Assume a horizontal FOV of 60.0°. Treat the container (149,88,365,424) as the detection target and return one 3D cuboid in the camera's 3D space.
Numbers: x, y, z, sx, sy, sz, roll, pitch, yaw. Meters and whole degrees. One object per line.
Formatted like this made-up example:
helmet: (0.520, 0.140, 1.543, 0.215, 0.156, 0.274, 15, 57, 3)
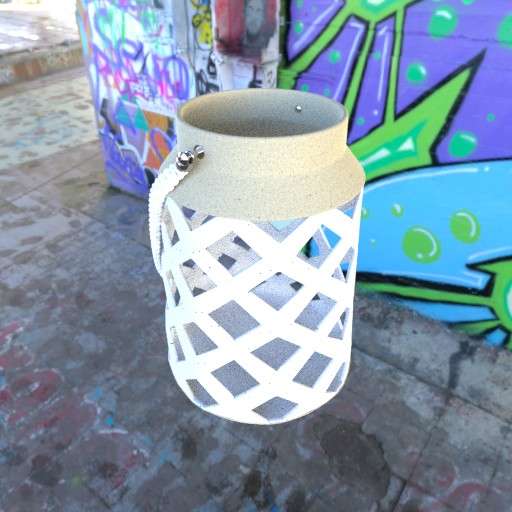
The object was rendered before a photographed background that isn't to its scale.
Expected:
container: (0.000, 0.000, 0.400, 0.198, 0.264, 0.188, 23, 40, 30)
